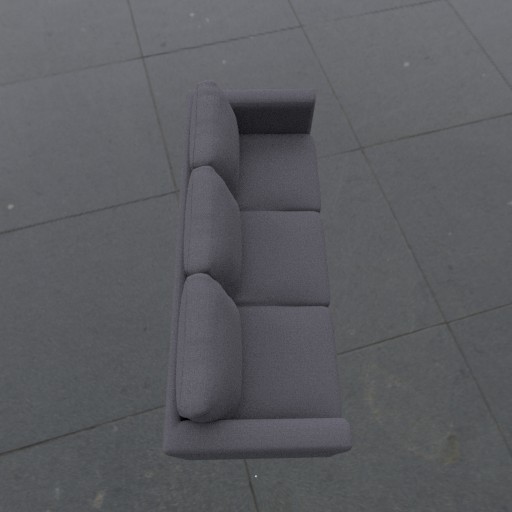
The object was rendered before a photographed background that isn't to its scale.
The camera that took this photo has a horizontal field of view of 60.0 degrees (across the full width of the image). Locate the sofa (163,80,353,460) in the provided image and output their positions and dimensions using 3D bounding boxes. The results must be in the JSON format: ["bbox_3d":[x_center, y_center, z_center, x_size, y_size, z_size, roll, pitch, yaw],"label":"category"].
[{"bbox_3d":[0.000,0.000,2.457,0.802,0.912,2.029,-1,64,-1],"label":"sofa"}]
